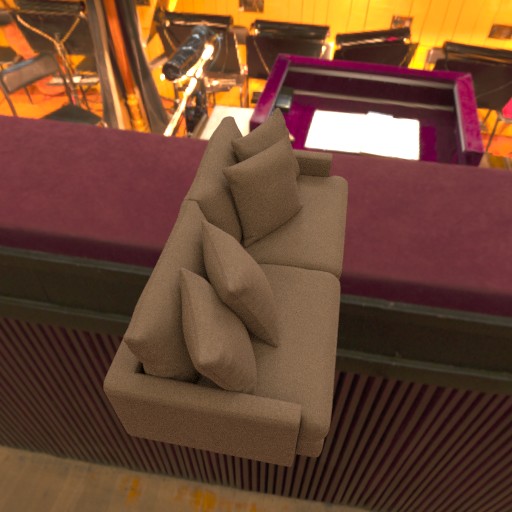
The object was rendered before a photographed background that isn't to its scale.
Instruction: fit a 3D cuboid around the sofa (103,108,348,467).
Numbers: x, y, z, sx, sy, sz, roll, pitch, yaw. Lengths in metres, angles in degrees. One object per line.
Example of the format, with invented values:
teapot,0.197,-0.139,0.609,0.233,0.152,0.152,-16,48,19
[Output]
sofa,0.000,0.000,3.107,1.228,1.084,2.380,8,48,7
